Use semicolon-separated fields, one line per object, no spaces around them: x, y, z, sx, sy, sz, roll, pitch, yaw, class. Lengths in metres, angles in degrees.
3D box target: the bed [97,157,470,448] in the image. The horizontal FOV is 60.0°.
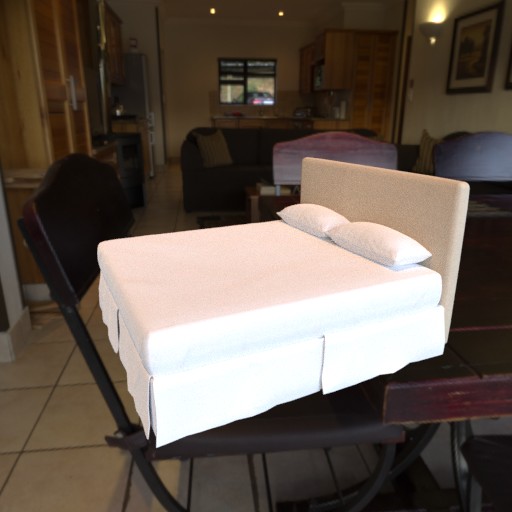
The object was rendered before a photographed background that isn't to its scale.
0.000;0.000;3.570;2.319;1.317;2.119;-8;20;-25;bed
